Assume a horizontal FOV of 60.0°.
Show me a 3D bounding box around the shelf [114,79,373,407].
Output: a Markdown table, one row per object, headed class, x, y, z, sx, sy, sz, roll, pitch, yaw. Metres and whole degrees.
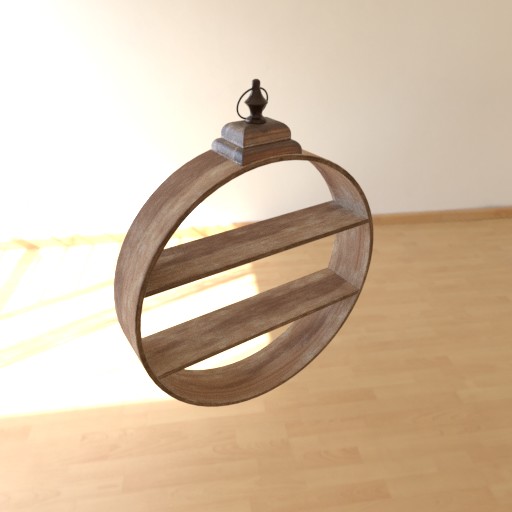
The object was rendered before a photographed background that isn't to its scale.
| class | x | y | z | sx | sy | sz | roll | pitch | yaw |
| --- | --- | --- | --- | --- | --- | --- | --- | --- | --- |
| shelf | 0.000 | 0.000 | 0.965 | 0.601 | 0.725 | 0.125 | -18 | 35 | -28 |
